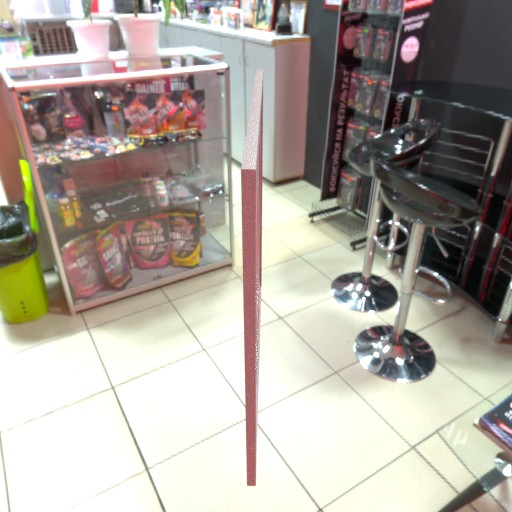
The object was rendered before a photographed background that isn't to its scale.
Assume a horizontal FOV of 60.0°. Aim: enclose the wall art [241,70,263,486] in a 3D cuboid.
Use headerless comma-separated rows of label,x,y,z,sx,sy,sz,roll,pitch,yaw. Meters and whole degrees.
wall art,0.000,0.000,1.194,0.022,0.803,0.805,1,32,1
